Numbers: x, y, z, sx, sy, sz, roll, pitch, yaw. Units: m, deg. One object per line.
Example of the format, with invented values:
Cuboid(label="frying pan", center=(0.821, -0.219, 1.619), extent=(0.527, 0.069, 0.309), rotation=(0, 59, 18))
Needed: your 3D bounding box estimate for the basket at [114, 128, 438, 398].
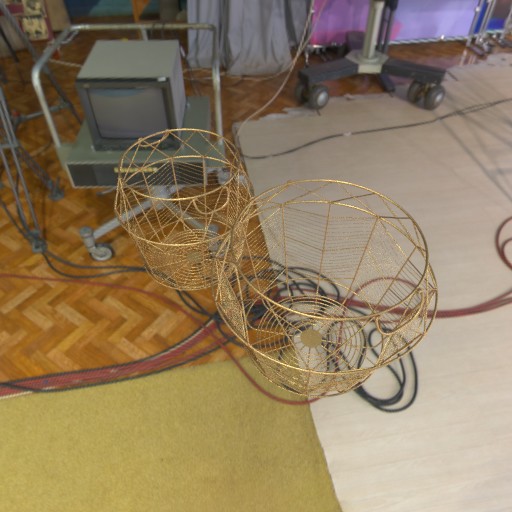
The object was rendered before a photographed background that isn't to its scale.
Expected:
Cuboid(label="basket", center=(0.000, 0.000, 1.029), extent=(0.805, 0.343, 0.451), rotation=(32, 55, 26))
